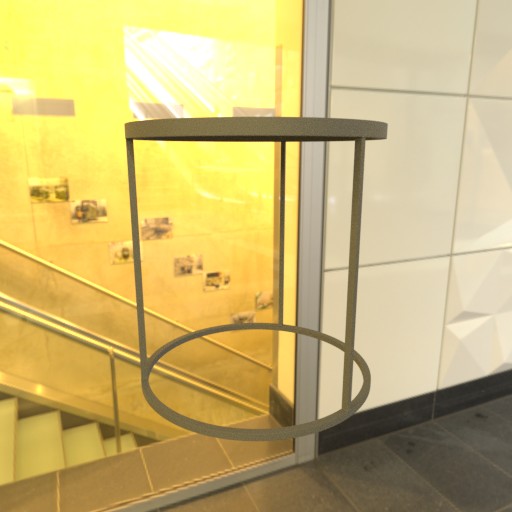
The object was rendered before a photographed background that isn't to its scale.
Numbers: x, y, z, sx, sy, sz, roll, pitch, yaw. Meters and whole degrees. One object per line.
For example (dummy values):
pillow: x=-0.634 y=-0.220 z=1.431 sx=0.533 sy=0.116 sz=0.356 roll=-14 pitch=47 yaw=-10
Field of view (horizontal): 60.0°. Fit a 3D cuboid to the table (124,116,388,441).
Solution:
table: x=0.000 y=0.000 z=0.880 sx=0.470 sy=0.498 sz=0.470 roll=0 pitch=13 yaw=0
